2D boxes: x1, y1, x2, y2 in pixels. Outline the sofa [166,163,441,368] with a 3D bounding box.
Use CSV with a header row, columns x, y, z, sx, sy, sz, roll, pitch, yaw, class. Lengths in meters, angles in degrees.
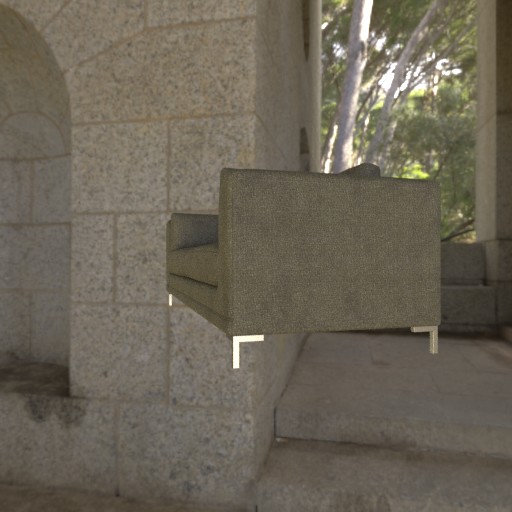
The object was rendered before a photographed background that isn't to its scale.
x,y,z,sx,sy,sz,roll,pitch,yaw,class
0.000,0.000,2.950,0.969,0.867,2.415,0,0,-17,sofa
